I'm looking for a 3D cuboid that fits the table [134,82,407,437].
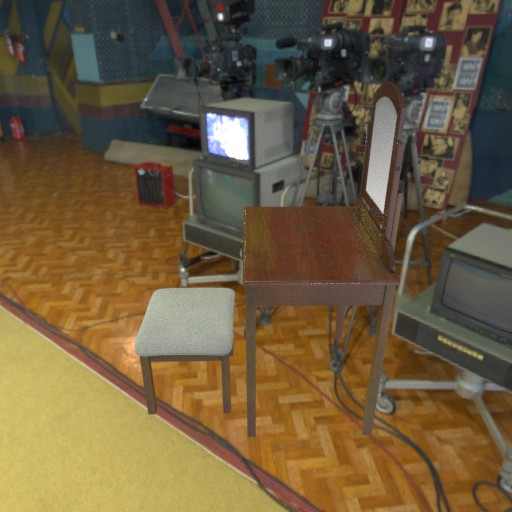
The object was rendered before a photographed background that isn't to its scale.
[{"bbox_3d":[0.000,0.000,2.232,1.211,1.631,0.876,0,27,-1],"label":"table"}]
